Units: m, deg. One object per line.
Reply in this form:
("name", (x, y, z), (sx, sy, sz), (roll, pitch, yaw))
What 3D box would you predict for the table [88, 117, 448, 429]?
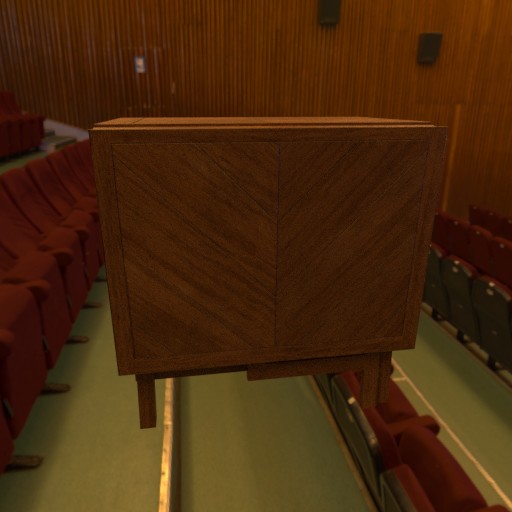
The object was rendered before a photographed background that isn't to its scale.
("table", (0.000, 0.000, 1.297), (0.746, 0.763, 0.591), (-3, 19, -9))
